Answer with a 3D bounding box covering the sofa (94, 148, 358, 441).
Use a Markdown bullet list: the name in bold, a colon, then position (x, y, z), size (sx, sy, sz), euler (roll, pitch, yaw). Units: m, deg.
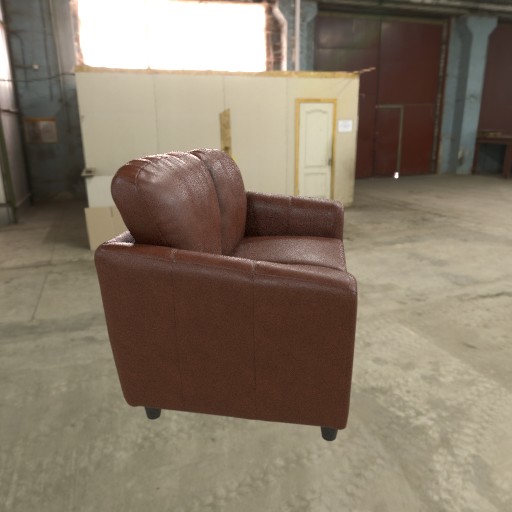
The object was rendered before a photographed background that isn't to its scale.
- **sofa**: position (0.000, 0.000, 1.958), size (0.805, 0.906, 1.406), euler (3, 17, 9)
